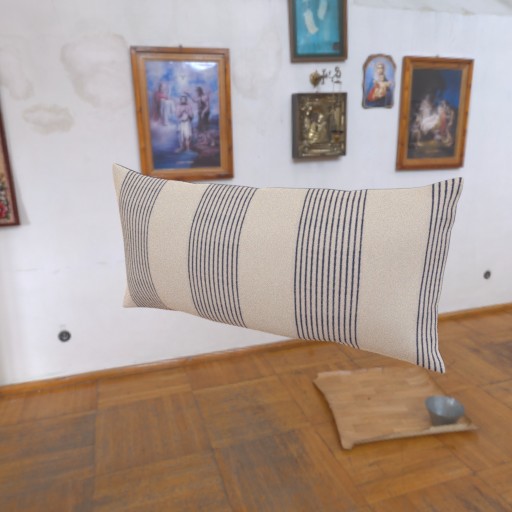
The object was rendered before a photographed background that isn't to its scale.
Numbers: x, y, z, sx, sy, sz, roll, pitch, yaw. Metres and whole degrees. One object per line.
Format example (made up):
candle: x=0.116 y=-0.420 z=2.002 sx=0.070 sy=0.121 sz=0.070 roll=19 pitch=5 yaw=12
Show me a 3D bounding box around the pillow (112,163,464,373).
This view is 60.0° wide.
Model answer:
pillow: x=0.000 y=0.000 z=0.735 sx=0.610 sy=0.287 sz=0.151 roll=7 pitch=16 yaw=26
